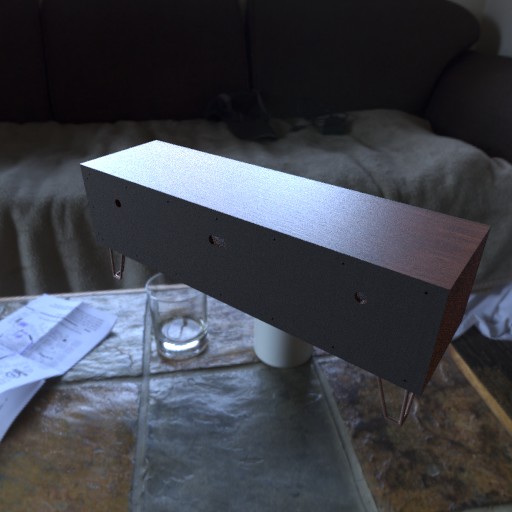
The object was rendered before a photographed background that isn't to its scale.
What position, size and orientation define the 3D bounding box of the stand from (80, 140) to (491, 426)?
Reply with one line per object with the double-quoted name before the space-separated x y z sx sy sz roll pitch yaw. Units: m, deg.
"stand" 0.000 0.000 1.898 1.626 0.610 0.481 21 37 31
